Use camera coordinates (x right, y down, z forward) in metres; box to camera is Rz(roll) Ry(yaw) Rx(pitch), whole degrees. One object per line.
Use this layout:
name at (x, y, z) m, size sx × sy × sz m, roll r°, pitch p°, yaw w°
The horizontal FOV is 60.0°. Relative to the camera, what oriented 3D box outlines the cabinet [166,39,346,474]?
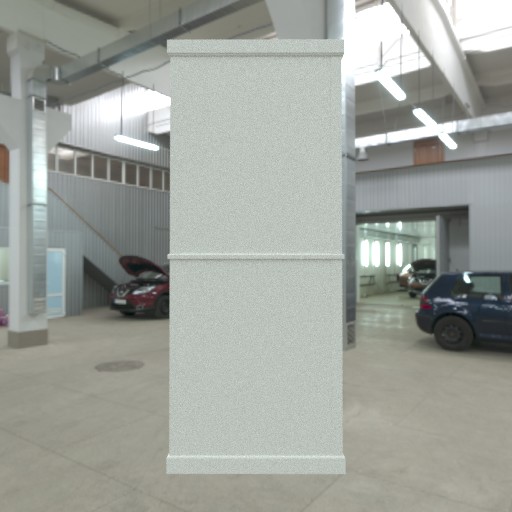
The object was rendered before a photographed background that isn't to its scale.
cabinet at (0.000, 0.000, 2.058) m, size 0.754 × 1.829 × 0.390 m, roll 0°, pitch -1°, yaw 0°
